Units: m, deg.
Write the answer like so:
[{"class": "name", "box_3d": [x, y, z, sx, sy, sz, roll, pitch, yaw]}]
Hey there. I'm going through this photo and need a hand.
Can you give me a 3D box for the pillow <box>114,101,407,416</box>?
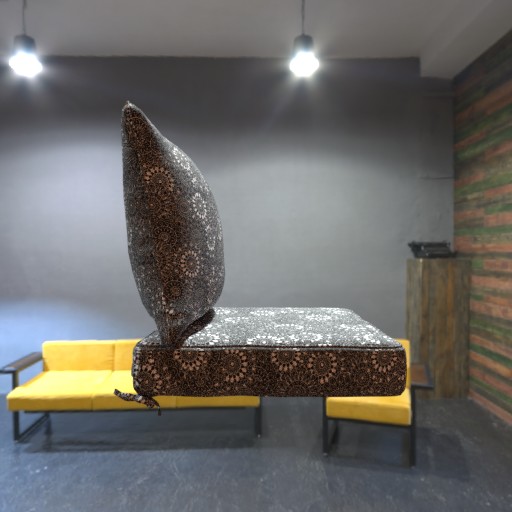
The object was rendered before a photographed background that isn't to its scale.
[{"class": "pillow", "box_3d": [0.000, 0.000, 1.380, 0.740, 0.722, 0.798, 0, 1, 1]}]
